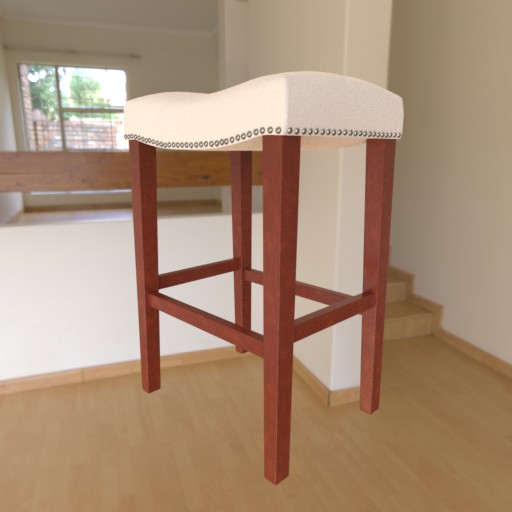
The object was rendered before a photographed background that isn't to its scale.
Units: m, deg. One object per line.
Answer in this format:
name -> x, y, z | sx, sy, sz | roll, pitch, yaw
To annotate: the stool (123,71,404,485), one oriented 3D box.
stool -> 0.000, 0.000, 1.029 | 0.372, 0.742, 0.504 | -13, 18, -43
